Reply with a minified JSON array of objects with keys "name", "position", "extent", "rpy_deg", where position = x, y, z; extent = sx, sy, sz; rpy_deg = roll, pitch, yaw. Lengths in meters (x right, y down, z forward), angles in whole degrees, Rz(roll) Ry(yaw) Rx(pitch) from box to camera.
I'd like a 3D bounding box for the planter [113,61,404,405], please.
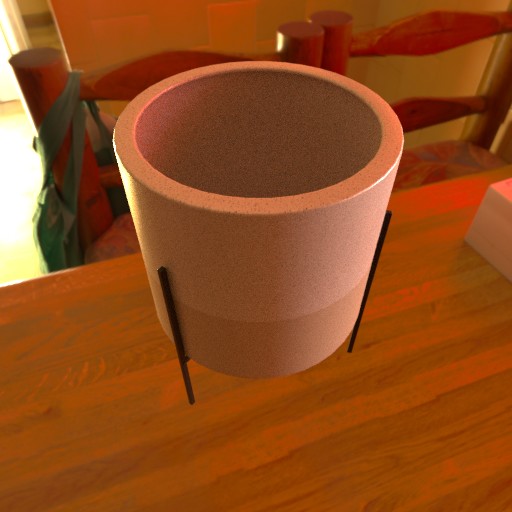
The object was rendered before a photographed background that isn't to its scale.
[{"name":"planter","position":[0.000,0.000,0.725],"extent":[0.359,0.484,0.368],"rpy_deg":[31,54,26]}]
